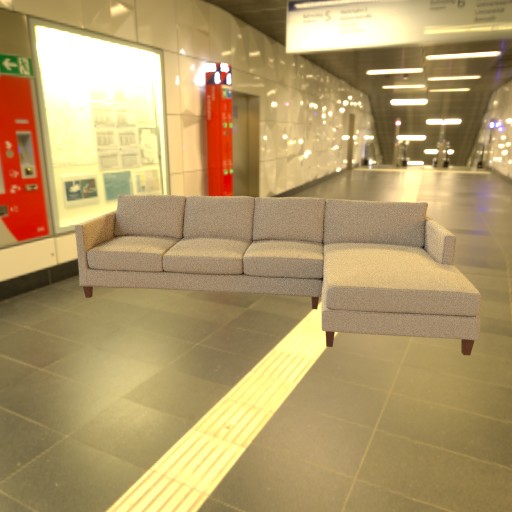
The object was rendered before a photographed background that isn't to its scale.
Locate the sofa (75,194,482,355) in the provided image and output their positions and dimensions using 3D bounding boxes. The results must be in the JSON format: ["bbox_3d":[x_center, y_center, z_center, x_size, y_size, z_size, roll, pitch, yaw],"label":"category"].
[{"bbox_3d":[0.000,0.000,3.808,3.186,0.861,1.625,2,15,8],"label":"sofa"}]
